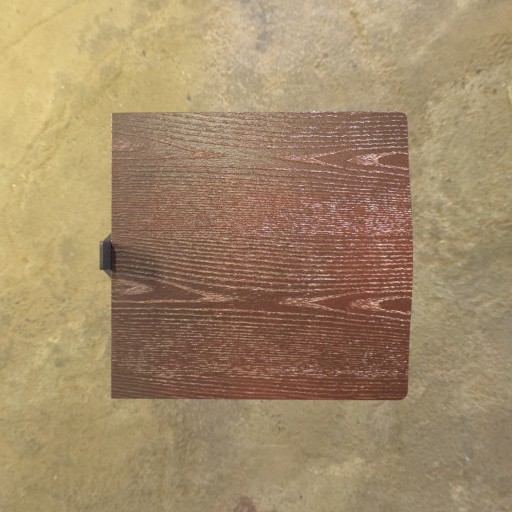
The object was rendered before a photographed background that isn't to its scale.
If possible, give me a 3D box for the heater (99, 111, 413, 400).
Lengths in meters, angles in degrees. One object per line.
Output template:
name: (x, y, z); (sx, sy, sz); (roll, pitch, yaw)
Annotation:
heater: (0.000, 0.000, 0.762); (0.400, 0.481, 0.362); (0, 90, 1)
